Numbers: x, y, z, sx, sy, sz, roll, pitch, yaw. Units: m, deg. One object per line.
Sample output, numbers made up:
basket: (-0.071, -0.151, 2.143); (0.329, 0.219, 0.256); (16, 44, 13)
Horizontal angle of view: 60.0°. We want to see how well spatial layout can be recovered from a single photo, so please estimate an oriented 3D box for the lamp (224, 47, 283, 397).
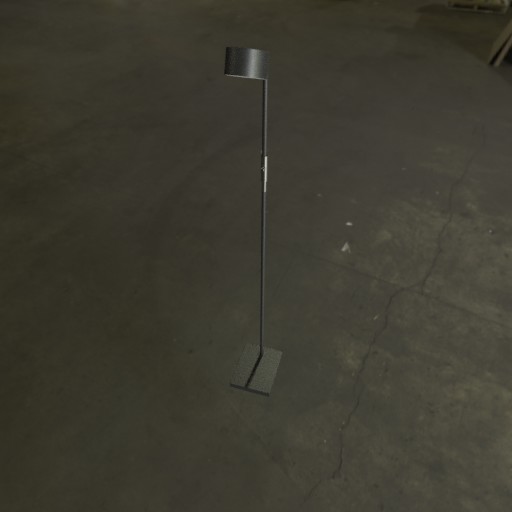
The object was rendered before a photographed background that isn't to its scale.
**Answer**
lamp: (0.000, 0.000, 1.731); (0.203, 1.600, 0.304); (11, 42, 12)
